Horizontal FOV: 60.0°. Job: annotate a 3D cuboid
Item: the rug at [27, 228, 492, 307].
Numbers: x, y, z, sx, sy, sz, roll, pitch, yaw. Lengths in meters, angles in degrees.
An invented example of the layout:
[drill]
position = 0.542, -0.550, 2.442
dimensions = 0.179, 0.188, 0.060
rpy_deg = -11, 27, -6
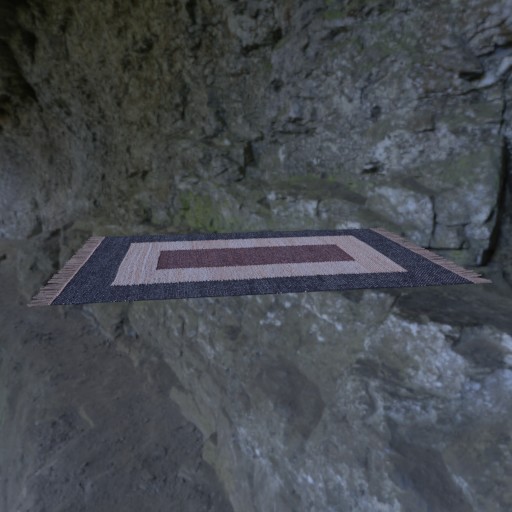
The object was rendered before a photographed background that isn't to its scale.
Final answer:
[rug]
position = 0.000, 0.000, 2.458
dimensions = 2.021, 0.027, 1.224
rpy_deg = -2, 15, -8
